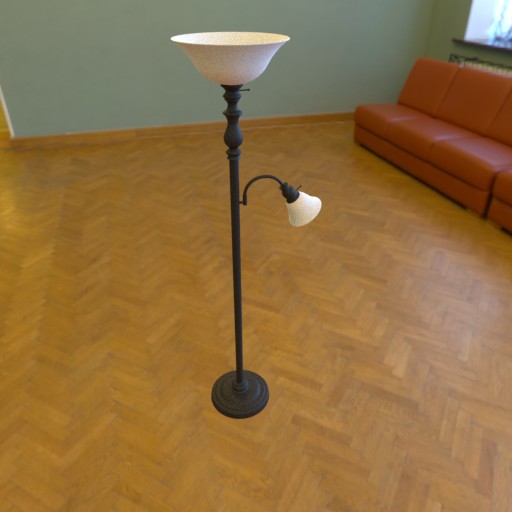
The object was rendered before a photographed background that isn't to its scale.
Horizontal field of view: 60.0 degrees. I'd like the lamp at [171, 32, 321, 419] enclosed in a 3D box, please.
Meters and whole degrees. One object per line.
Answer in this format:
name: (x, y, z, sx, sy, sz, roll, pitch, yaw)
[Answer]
lamp: (0.000, 0.000, 2.013, 0.588, 1.793, 0.405, -10, 33, -15)
